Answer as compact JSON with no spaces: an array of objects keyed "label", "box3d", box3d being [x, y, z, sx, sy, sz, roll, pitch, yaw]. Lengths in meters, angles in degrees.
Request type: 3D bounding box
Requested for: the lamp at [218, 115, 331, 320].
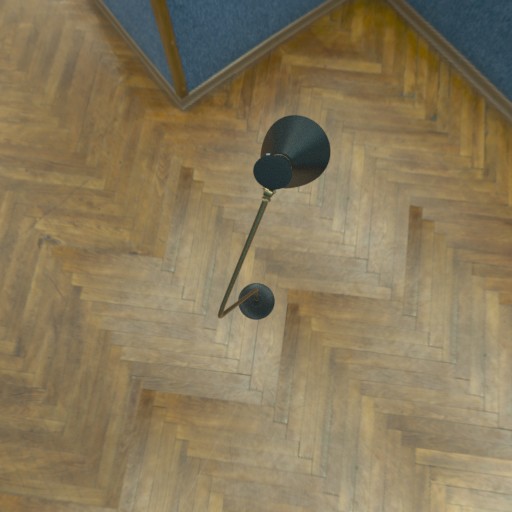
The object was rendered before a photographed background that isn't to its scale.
[{"label":"lamp","box3d":[0.000,0.000,1.592,0.467,1.438,0.277,-34,78,-8]}]
